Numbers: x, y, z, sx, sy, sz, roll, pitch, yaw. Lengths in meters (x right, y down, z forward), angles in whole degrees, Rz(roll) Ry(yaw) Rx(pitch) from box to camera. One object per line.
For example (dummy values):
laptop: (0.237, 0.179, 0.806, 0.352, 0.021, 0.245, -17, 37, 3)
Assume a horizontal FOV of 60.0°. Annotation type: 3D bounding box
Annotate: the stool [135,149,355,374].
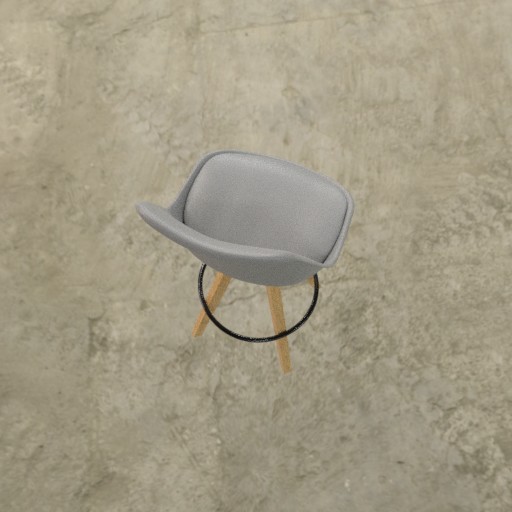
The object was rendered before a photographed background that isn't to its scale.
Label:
stool: (0.000, 0.000, 1.403, 0.485, 1.115, 0.550, 20, 66, 9)
